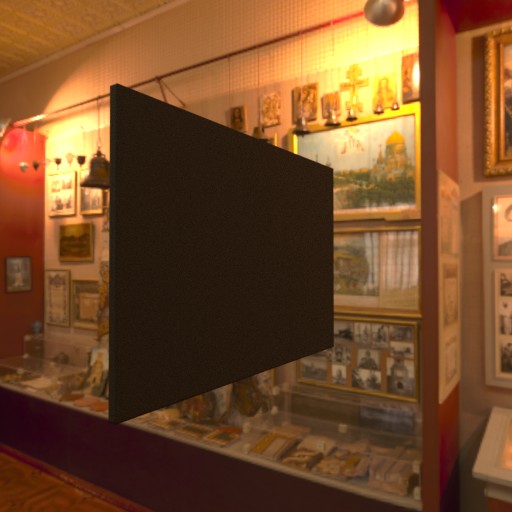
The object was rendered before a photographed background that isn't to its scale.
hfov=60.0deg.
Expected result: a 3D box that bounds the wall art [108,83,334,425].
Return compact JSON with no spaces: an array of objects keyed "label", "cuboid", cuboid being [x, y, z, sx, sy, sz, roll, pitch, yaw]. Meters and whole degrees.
[{"label":"wall art","cuboid":[0.000,0.000,1.248,0.026,0.656,0.958,-1,-1,36]}]
